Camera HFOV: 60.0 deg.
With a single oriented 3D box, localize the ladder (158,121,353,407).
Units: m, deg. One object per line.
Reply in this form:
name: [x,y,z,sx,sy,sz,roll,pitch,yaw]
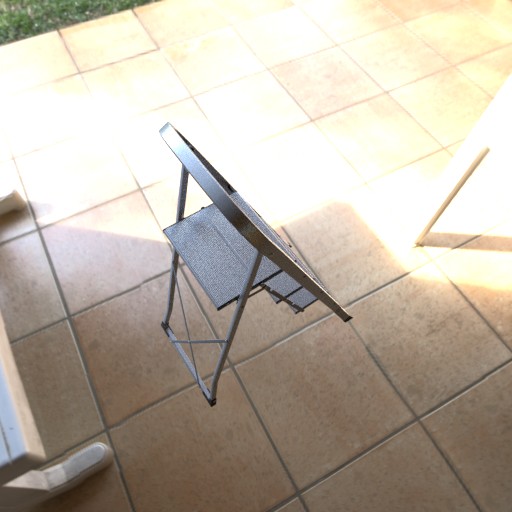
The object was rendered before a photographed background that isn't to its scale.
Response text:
ladder: [0.000,0.000,1.454,0.704,1.070,0.465,-30,64,-17]
